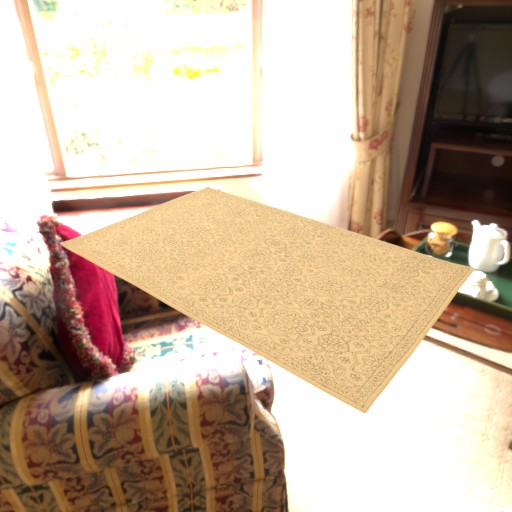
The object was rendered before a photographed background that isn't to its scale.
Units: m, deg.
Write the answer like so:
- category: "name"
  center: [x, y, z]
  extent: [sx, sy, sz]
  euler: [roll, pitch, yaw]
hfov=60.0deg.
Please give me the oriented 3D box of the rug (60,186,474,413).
- category: "rug"
  center: [0.000, 0.000, 3.039]
  extent: [2.434, 0.023, 1.518]
  euler: [22, 36, 33]
